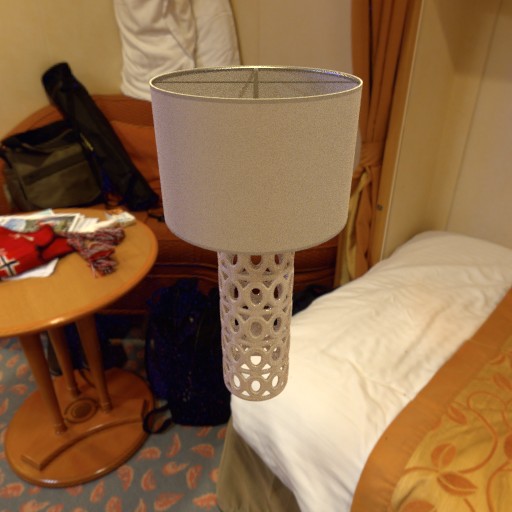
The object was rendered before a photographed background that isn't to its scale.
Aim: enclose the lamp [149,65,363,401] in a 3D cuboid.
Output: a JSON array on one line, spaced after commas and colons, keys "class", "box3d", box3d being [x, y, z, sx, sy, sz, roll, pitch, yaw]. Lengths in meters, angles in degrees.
[{"class": "lamp", "box3d": [0.000, 0.000, 0.848, 0.324, 0.636, 0.325, 0, 30, 0]}]
